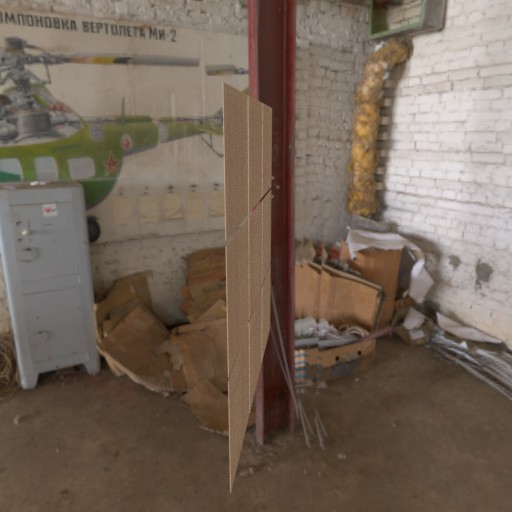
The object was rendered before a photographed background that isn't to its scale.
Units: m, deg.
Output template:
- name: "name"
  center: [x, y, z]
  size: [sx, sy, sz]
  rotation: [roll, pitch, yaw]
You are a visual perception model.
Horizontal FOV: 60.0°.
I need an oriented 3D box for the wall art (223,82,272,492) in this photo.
- name: "wall art"
  center: [0.000, 0.000, 2.257]
  size: [0.002, 1.505, 1.517]
  rotation: [2, 16, 7]
